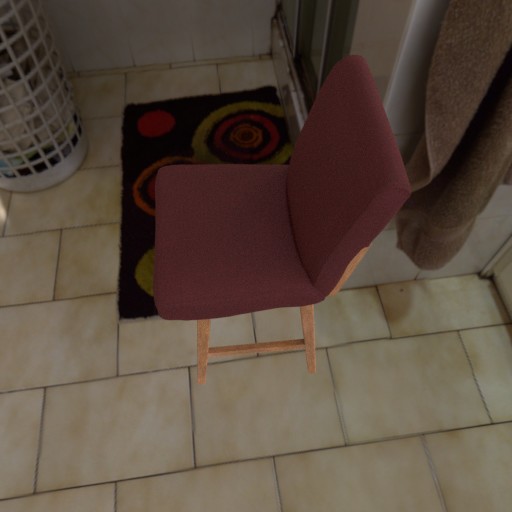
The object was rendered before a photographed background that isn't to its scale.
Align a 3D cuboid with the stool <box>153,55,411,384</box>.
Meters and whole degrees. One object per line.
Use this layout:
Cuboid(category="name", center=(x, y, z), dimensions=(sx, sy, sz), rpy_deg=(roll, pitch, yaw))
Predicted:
Cuboid(category="stool", center=(0.000, 0.000, 1.367), dimensions=(0.562, 1.093, 0.468), rpy_deg=(-5, 59, -3))
